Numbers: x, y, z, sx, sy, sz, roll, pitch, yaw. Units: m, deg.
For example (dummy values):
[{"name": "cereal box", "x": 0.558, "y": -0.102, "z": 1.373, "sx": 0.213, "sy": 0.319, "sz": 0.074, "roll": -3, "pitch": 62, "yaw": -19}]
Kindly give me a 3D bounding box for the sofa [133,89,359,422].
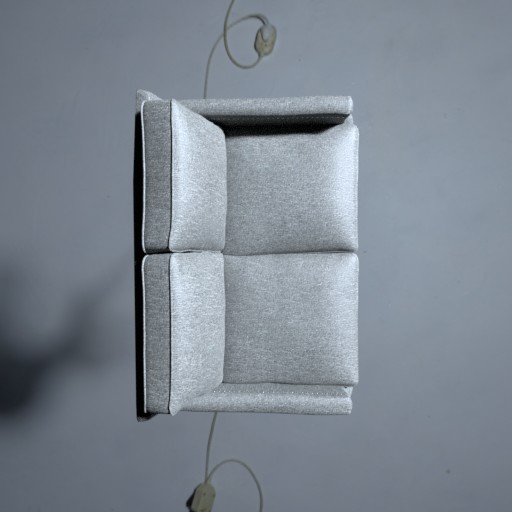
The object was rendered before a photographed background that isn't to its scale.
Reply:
[{"name": "sofa", "x": 0.000, "y": 0.000, "z": 2.328, "sx": 1.084, "sy": 1.003, "sz": 1.597, "roll": 0, "pitch": 91, "yaw": 2}]
